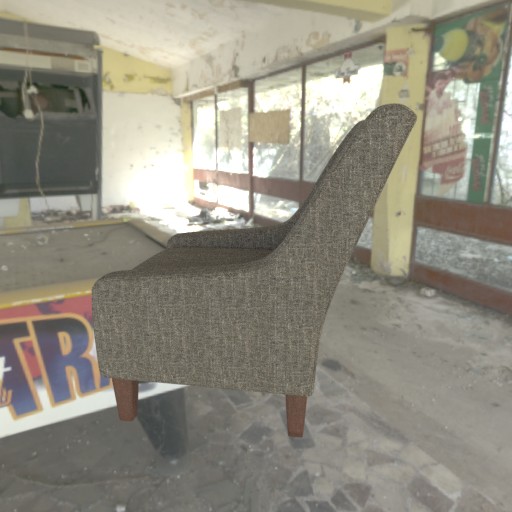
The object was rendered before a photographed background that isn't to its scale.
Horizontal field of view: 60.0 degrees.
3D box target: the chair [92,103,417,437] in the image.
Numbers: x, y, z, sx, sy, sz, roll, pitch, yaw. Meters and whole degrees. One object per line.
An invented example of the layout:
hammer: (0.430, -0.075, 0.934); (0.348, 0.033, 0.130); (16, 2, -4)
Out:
chair: (0.000, 0.000, 1.663); (0.944, 1.012, 0.793); (2, 14, 8)
